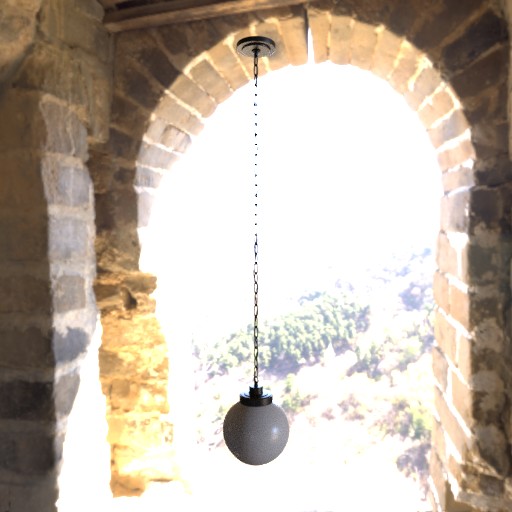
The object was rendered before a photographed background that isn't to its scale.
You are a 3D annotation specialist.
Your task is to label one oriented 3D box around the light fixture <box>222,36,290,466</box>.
[{"bbox_3d":[0.000,0.000,1.984,0.304,1.867,0.305,-1,2,-36],"label":"light fixture"}]
